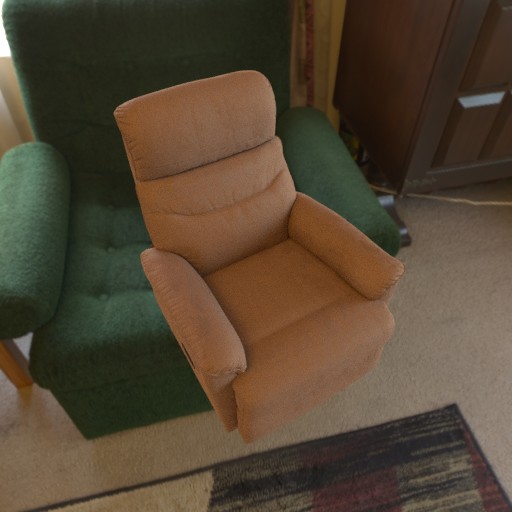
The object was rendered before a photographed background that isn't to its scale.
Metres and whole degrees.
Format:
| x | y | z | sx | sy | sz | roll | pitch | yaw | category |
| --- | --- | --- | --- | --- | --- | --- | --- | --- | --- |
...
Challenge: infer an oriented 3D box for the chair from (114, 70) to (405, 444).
| x | y | z | sx | sy | sz | roll | pitch | yaw | category |
| --- | --- | --- | --- | --- | --- | --- | --- | --- | --- |
| 0.000 | 0.000 | 1.717 | 0.820 | 1.037 | 1.004 | -24 | 51 | -21 | chair |
